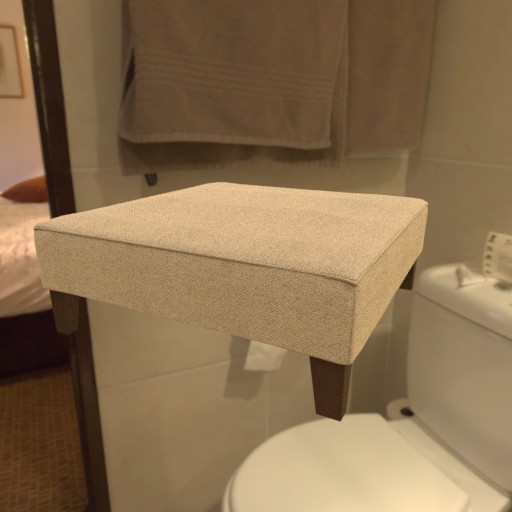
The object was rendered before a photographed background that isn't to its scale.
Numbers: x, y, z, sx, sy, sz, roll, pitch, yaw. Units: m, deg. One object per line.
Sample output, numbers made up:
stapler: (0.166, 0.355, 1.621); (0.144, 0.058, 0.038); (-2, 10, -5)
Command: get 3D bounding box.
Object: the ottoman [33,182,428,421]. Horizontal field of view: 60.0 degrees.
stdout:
ottoman: (0.000, 0.000, 1.519); (0.973, 0.381, 0.982); (9, 19, 27)
